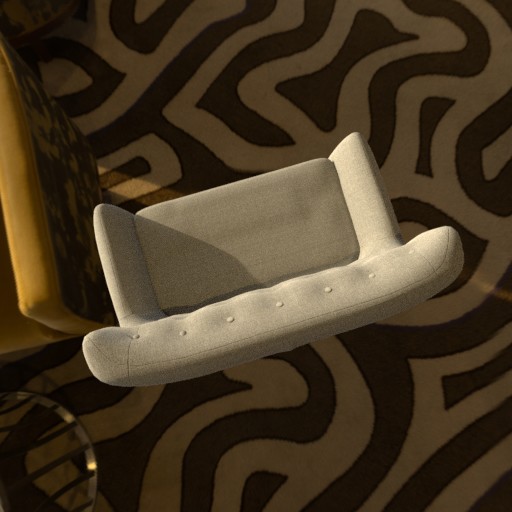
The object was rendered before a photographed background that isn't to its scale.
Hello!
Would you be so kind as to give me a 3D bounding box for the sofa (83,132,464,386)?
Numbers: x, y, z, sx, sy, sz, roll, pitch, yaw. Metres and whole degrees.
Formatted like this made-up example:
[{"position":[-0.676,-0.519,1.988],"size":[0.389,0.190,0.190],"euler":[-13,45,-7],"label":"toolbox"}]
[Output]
[{"position":[0.000,0.000,2.032],"size":[1.386,1.028,0.884],"euler":[-16,78,-4],"label":"sofa"}]
